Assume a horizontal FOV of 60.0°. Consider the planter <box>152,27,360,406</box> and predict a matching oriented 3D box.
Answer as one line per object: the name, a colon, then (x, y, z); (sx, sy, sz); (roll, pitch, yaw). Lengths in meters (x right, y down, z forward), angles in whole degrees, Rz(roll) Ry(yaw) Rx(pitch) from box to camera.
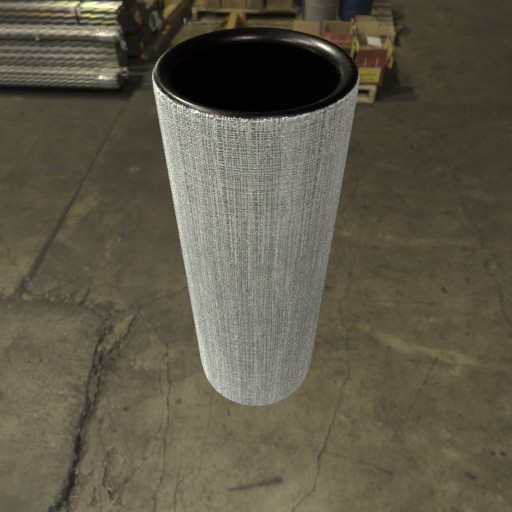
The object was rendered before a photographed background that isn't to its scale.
planter: (0.000, 0.000, 0.312); (0.100, 0.270, 0.100); (3, 47, 2)
